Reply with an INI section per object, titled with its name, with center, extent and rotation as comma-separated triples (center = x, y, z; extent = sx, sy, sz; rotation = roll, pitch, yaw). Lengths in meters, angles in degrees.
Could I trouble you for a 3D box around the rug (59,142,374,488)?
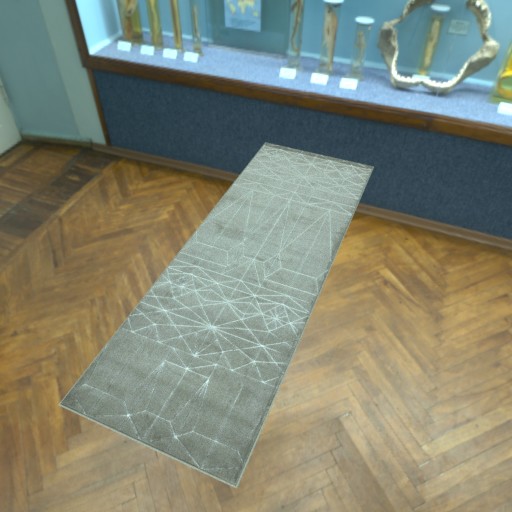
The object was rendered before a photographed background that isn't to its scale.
[rug]
center = 0.000, 0.000, 2.603
extent = 0.864, 0.012, 2.388
rotation = 17, 47, 16
